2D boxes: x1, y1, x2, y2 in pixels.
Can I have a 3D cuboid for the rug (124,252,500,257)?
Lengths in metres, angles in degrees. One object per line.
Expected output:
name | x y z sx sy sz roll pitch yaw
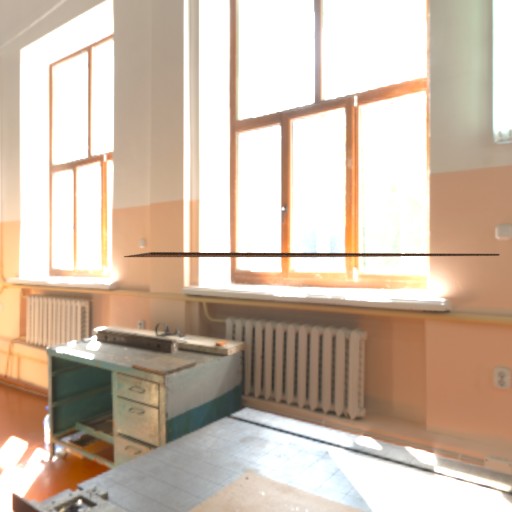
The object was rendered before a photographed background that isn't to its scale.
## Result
rug | 0.000 0.000 2.252 1.219 0.008 1.829 0 0 -19
